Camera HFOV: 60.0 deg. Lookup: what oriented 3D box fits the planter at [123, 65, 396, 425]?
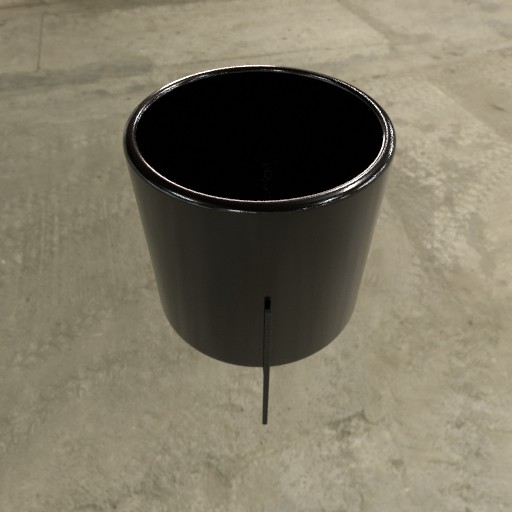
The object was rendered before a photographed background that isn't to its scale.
[{"bbox_3d":[0.000,0.000,0.647,0.310,0.432,0.310,8,47,8],"label":"planter"}]
